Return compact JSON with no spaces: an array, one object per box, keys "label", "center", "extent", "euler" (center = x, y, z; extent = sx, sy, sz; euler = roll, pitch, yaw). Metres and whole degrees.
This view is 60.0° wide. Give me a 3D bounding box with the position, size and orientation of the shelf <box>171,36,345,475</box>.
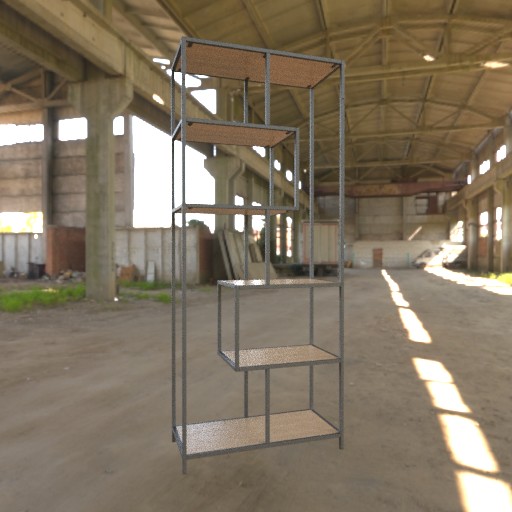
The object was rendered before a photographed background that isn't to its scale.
[{"label":"shelf","center":[0.000,0.000,2.154],"extent":[0.770,1.850,0.350],"euler":[0,1,-18]}]
